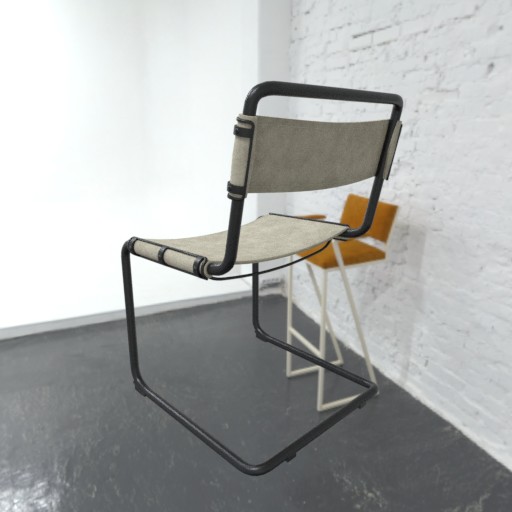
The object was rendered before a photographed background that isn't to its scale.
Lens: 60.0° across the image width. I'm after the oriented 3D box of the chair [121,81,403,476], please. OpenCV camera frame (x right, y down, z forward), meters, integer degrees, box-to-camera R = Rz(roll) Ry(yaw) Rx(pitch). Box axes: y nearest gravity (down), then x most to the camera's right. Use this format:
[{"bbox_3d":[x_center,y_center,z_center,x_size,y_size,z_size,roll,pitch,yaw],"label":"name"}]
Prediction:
[{"bbox_3d":[0.000,0.000,1.092,0.499,0.747,0.497,-15,21,-42],"label":"chair"}]
